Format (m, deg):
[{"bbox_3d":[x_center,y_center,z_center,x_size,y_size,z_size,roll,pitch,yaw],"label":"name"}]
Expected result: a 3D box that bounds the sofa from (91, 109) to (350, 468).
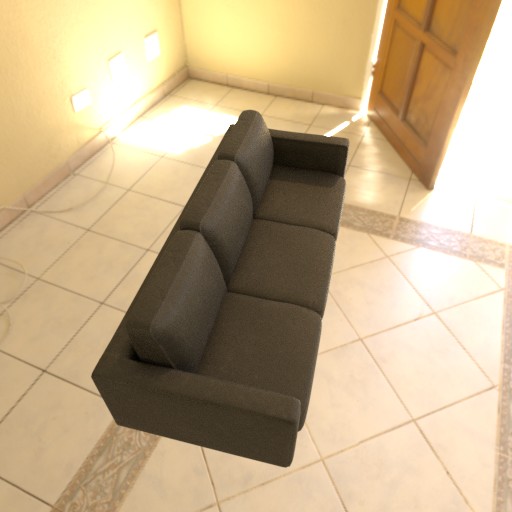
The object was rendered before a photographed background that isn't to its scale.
[{"bbox_3d":[0.000,0.000,2.549,0.879,0.899,2.029,10,47,10],"label":"sofa"}]
